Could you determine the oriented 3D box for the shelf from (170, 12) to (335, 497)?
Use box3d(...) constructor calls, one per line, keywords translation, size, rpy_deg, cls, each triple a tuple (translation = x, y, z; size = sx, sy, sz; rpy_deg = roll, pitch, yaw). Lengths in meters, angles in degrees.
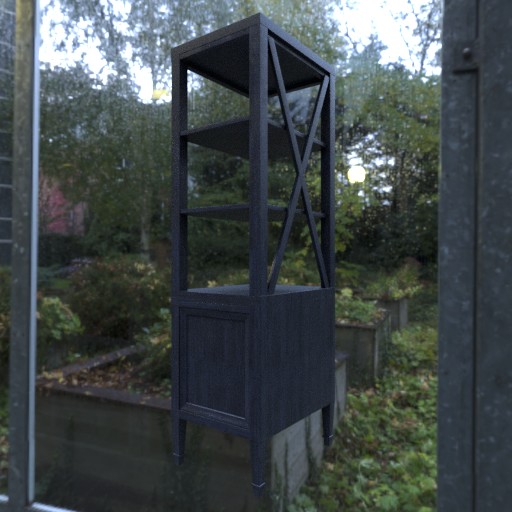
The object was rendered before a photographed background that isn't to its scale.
box3d(translation=(0.000, 0.000, 1.944), size=(0.472, 1.727, 0.584), rpy_deg=(0, 0, 37), cls="shelf")
